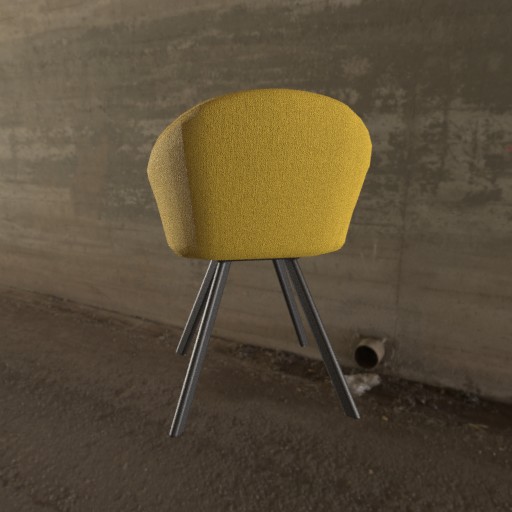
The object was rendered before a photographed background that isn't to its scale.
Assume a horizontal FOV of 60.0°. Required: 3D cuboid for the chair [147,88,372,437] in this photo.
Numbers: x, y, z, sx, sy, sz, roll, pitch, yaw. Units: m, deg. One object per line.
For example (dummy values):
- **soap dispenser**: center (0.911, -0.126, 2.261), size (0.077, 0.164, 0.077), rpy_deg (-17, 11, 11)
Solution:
- **chair**: center (0.000, 0.000, 1.175), size (0.545, 0.775, 0.565), rpy_deg (-2, 14, -9)
